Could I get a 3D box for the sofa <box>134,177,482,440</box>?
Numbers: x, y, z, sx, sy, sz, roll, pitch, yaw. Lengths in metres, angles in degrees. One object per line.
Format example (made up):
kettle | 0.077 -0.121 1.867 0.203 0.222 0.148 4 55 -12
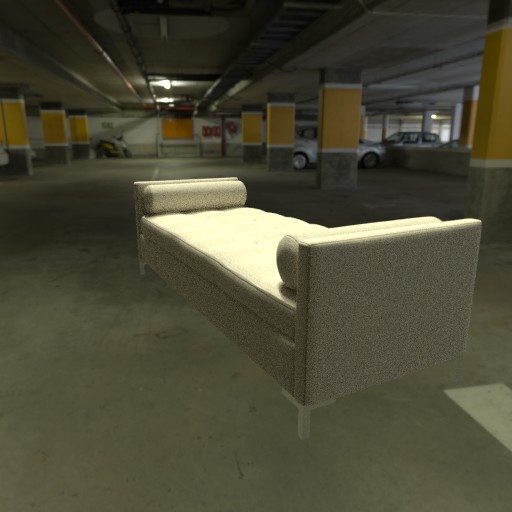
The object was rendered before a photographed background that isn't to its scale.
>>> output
sofa | 0.000 0.000 2.395 0.797 0.655 2.102 -8 17 -27
